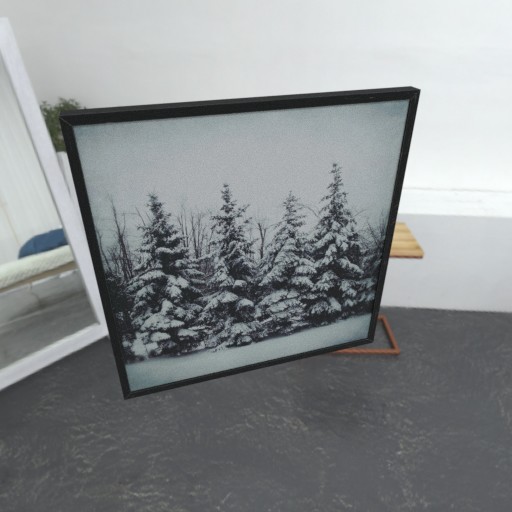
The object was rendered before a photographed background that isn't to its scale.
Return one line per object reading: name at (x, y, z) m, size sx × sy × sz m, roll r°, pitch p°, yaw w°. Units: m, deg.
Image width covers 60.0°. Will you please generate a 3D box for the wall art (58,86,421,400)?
wall art at (0.000, 0.000, 1.113) m, size 0.761 × 0.761 × 0.037 m, roll -9°, pitch 33°, yaw -15°
